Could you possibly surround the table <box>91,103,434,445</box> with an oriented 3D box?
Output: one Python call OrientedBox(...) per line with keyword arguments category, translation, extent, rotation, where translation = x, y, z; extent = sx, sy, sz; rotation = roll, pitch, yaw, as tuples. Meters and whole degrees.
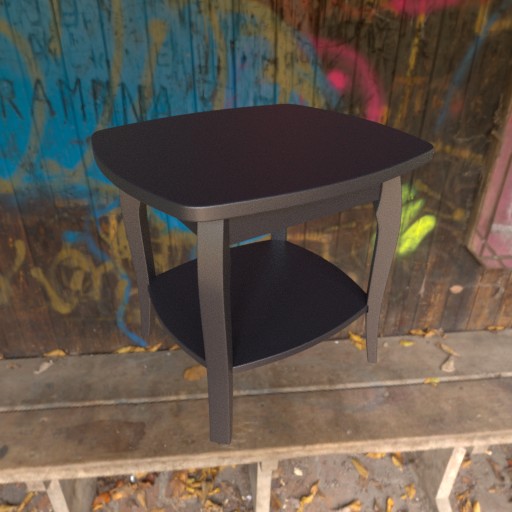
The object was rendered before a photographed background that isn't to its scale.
OrientedBox(category="table", translation=(0.000, 0.000, 0.858), extent=(0.508, 0.457, 0.457), rotation=(-18, 35, -28))
